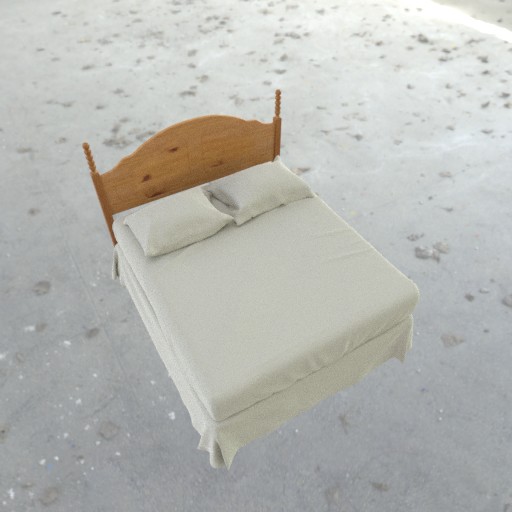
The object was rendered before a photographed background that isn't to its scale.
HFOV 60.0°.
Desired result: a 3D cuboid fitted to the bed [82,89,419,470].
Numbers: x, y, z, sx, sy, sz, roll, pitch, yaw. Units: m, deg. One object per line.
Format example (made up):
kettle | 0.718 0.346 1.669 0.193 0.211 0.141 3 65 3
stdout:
bed | 0.000 0.000 3.269 1.873 1.356 2.040 -23 50 -21
